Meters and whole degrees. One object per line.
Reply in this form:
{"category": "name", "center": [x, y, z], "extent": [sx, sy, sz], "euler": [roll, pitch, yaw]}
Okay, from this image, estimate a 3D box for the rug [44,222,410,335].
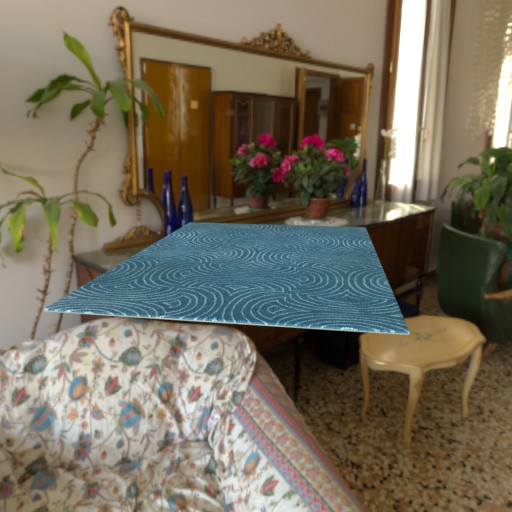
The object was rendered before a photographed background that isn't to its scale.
{"category": "rug", "center": [0.000, 0.000, 2.848], "extent": [1.543, 0.015, 2.144], "euler": [2, 15, 9]}
